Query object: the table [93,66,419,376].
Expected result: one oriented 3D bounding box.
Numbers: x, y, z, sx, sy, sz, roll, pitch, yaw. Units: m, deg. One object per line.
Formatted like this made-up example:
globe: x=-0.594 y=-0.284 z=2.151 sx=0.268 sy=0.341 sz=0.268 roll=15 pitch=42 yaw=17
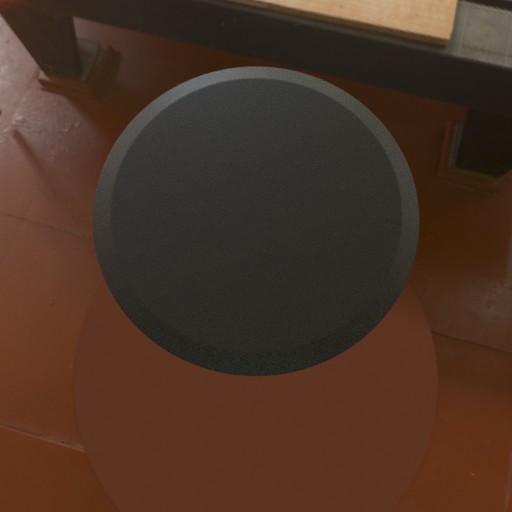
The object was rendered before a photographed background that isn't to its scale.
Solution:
table: x=0.000 y=0.000 z=0.896 sx=0.457 sy=0.585 sz=0.457 roll=0 pitch=76 yaw=0
